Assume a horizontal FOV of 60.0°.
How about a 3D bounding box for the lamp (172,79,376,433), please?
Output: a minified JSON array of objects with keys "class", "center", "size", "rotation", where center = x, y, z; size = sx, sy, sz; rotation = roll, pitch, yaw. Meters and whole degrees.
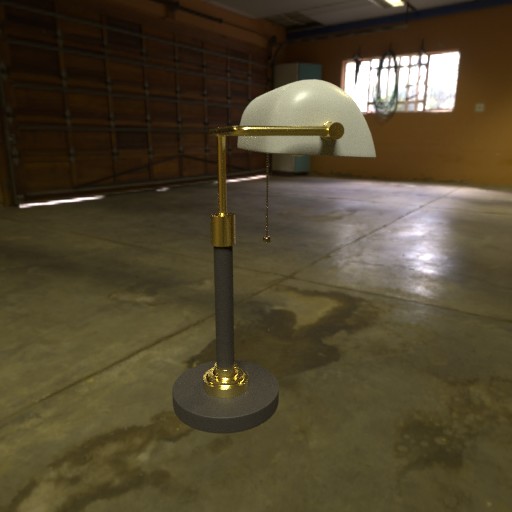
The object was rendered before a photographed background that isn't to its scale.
[{"class":"lamp","center":[0.000,0.000,0.562],"size":[0.227,0.404,0.269],"rotation":[-3,15,-10]}]
